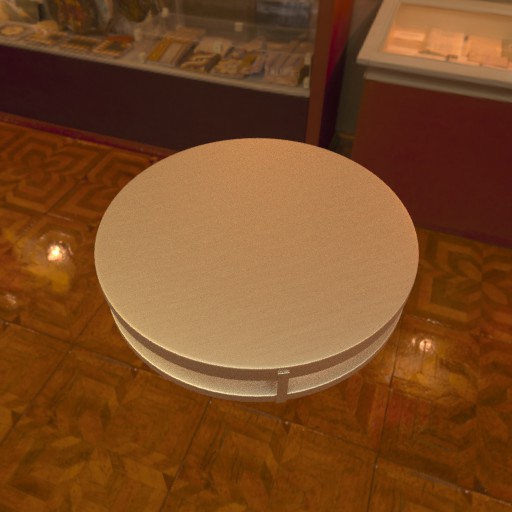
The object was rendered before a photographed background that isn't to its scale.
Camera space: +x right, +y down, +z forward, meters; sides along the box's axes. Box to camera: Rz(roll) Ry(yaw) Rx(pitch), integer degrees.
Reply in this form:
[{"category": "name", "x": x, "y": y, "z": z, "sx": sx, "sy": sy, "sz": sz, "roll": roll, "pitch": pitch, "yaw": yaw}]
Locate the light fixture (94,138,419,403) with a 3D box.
[{"category": "light fixture", "x": 0.000, "y": 0.000, "z": 0.534, "sx": 0.356, "sy": 0.102, "sz": 0.356, "roll": 0, "pitch": 47, "yaw": 0}]
